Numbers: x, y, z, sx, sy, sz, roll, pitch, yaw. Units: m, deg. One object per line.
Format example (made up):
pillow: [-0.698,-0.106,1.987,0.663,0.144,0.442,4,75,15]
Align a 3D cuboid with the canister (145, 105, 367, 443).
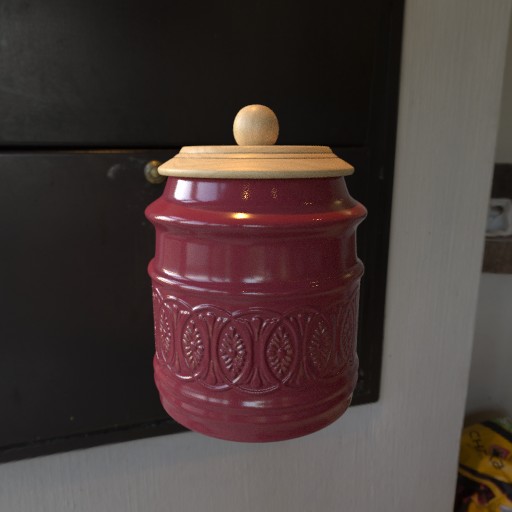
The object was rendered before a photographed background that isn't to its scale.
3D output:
canister: [0.000,0.000,0.272,0.130,0.176,0.130,0,13,0]
